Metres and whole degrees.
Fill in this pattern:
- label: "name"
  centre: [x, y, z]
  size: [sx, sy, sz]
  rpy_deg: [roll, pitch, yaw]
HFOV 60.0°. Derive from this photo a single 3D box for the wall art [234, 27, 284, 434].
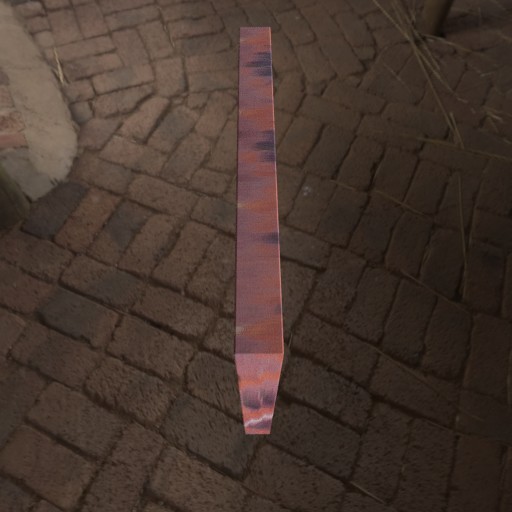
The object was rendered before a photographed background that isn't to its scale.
- label: "wall art"
  centre: [0.000, 0.000, 0.609]
  size: [0.038, 0.406, 0.403]
  rpy_deg: [0, 60, 0]
